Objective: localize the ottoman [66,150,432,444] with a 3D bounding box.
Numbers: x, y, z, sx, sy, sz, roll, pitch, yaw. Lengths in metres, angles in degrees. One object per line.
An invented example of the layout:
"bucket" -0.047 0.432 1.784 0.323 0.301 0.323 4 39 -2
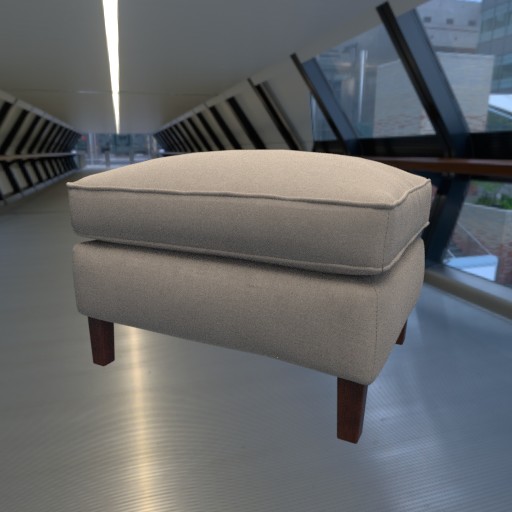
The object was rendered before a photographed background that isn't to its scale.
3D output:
"ottoman" 0.000 0.000 0.978 0.665 0.456 0.501 7 16 27
